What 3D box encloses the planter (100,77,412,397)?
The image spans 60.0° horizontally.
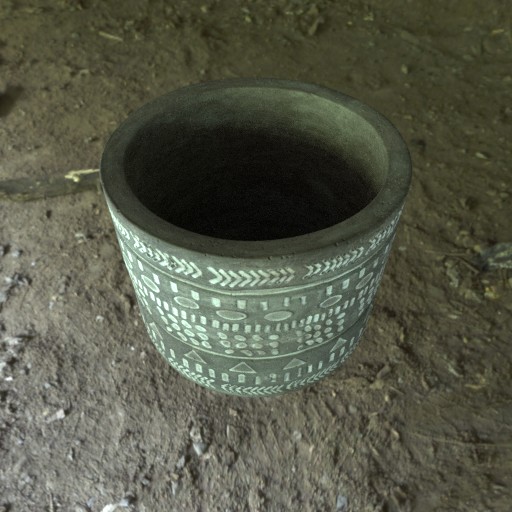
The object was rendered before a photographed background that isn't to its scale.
[{"bbox_3d":[0.000,0.000,0.258,0.142,0.149,0.142,0,47,0],"label":"planter"}]
